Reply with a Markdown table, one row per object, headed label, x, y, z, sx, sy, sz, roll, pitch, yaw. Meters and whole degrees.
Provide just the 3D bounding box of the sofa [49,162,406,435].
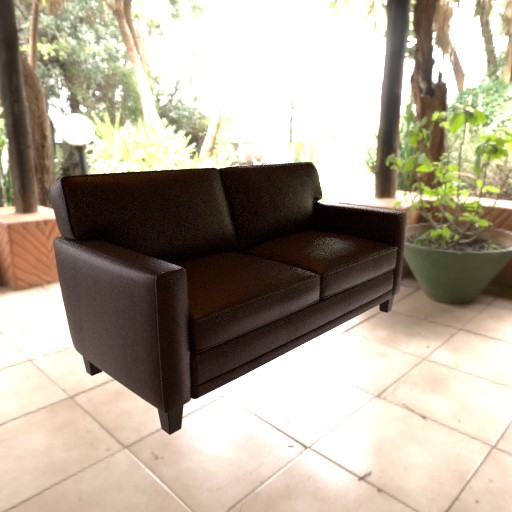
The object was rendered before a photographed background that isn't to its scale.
| label | x | y | z | sx | sy | sz | roll | pitch | yaw |
| --- | --- | --- | --- | --- | --- | --- | --- | --- | --- |
| sofa | 0.000 | 0.000 | 2.405 | 0.912 | 0.928 | 1.876 | 14 | 20 | 42 |
